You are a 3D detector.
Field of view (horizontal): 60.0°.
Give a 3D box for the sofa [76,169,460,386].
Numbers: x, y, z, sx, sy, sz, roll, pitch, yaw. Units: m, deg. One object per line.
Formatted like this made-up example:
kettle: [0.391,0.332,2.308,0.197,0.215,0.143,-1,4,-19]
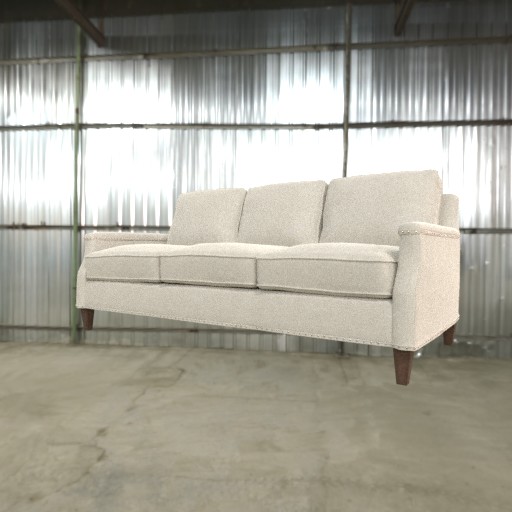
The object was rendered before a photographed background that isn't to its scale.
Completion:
sofa: [0.000,0.000,2.779,2.246,1.003,1.084,1,1,35]
